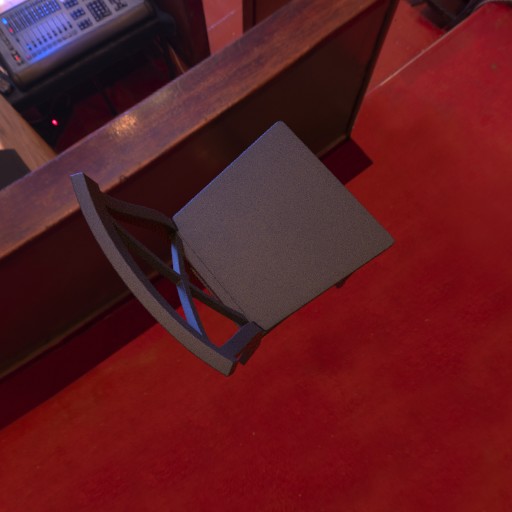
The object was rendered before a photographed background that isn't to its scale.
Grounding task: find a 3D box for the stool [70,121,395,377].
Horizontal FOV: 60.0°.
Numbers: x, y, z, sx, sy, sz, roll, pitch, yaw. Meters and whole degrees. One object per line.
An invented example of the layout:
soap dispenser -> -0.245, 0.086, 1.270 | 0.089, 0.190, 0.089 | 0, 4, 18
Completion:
stool -> 0.000, 0.000, 1.250 | 0.559, 0.989, 0.452 | -39, 79, -9
